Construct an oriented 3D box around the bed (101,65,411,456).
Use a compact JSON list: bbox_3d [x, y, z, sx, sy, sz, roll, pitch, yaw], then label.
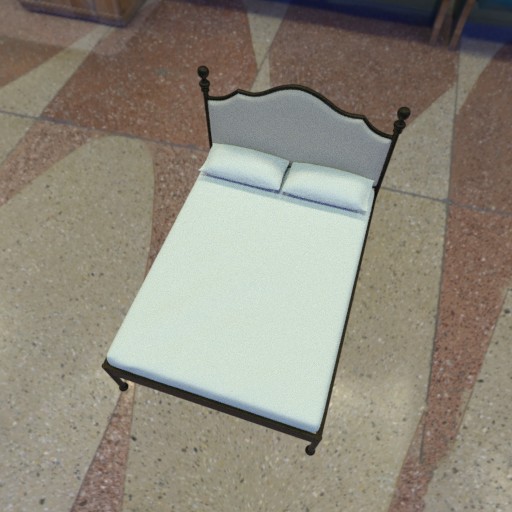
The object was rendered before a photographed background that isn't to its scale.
[{"bbox_3d":[0.000,0.000,3.370,1.642,1.499,2.224,15,59,9],"label":"bed"}]
